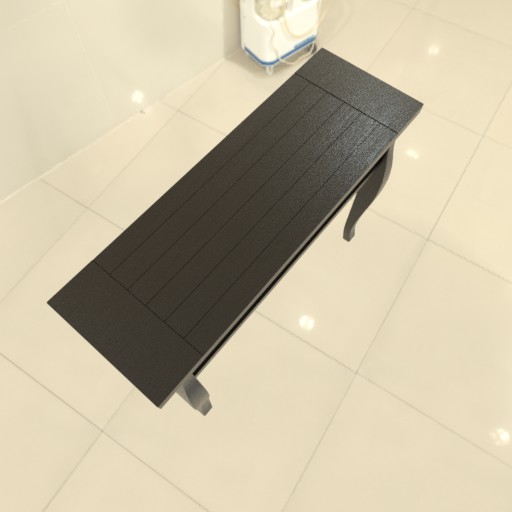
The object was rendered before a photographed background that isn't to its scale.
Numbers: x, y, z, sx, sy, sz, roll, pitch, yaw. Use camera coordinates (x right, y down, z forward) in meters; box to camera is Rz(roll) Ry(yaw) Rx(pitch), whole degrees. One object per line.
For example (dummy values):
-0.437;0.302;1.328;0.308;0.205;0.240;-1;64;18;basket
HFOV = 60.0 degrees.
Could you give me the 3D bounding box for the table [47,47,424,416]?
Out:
0.000;0.000;1.478;0.373;0.768;1.062;37;70;16;table
